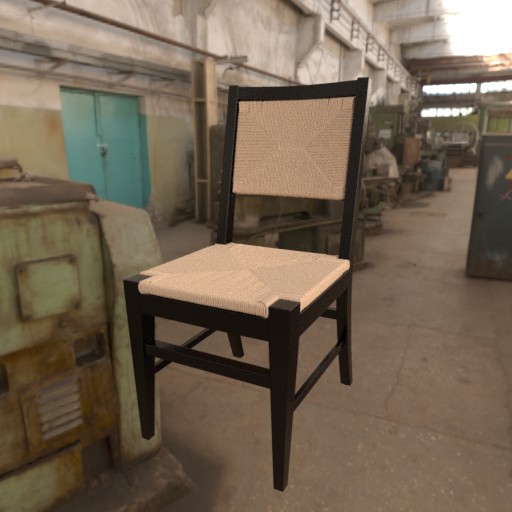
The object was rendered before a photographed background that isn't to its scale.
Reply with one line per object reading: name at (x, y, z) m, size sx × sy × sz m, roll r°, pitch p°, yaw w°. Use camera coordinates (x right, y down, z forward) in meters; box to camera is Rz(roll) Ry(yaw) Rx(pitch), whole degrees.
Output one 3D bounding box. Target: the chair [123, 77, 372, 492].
chair at (0.000, 0.000, 1.189) m, size 0.437 × 0.927 × 0.552 m, roll 8°, pitch 17°, yaw 26°
